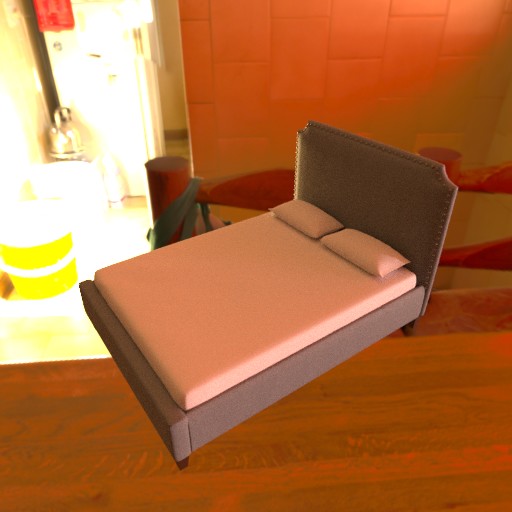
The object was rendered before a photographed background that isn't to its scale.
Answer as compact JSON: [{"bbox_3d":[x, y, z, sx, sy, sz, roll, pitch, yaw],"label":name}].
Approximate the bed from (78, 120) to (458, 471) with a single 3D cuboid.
[{"bbox_3d":[0.000,0.000,3.459,2.372,1.443,1.712,-21,38,-29],"label":"bed"}]
